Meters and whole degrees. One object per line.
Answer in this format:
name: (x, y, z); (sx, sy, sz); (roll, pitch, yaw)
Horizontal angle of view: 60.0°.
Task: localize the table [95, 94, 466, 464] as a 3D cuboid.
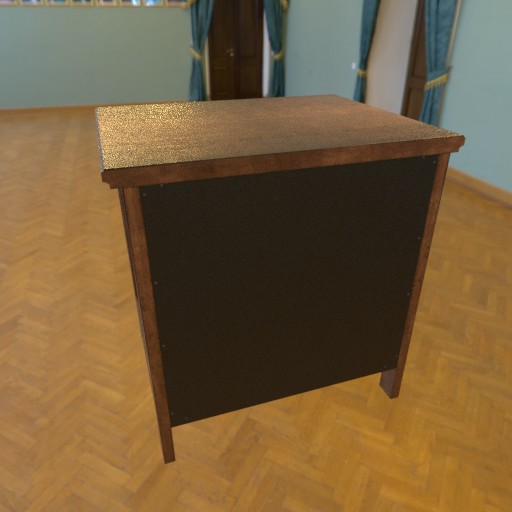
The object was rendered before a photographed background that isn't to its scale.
table: (0.000, 0.000, 0.991); (0.586, 0.597, 0.461); (-9, 30, -17)
